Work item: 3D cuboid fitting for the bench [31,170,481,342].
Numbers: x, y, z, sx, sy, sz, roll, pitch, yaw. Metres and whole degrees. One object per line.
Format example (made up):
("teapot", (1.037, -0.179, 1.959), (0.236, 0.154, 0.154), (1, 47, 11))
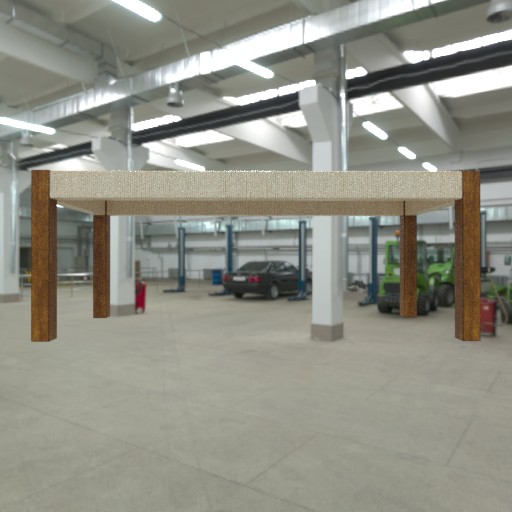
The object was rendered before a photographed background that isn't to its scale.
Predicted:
("bench", (0.000, 0.000, 1.434), (1.198, 0.457, 0.507), (0, 0, 0))
